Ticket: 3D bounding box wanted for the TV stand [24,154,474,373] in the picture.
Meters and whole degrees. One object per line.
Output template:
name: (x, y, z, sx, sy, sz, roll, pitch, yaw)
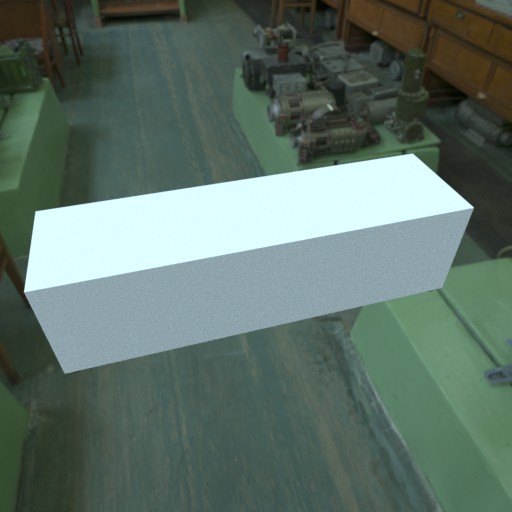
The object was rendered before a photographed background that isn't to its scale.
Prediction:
TV stand: (0.000, 0.000, 1.718, 1.500, 0.440, 0.410, -11, 43, -12)
